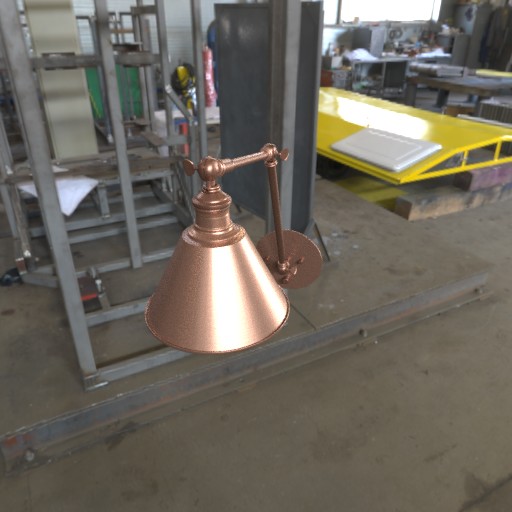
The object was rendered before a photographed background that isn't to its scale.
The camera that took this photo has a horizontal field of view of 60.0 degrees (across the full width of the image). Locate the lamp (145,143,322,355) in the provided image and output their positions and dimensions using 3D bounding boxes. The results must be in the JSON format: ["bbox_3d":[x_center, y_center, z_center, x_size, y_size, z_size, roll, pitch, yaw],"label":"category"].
[{"bbox_3d":[0.000,0.000,0.867,0.223,0.502,0.624,8,30,15],"label":"lamp"}]
